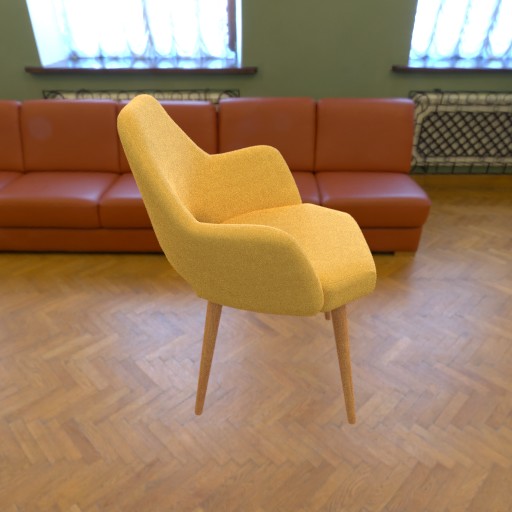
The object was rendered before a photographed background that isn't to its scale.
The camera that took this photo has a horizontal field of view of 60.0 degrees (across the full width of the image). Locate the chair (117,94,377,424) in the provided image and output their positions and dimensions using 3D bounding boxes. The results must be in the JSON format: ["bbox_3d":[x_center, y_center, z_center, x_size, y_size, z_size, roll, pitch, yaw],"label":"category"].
[{"bbox_3d":[0.000,0.000,1.242,0.610,0.840,0.590,0,31,-1],"label":"chair"}]
